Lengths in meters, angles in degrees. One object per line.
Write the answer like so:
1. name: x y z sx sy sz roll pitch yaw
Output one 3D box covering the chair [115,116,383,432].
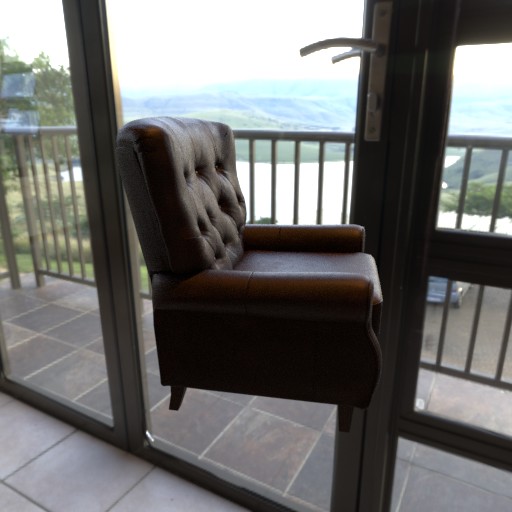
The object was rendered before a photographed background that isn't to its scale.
1. chair: 0.000 0.000 1.929 1.058 1.158 0.948 3 18 10
